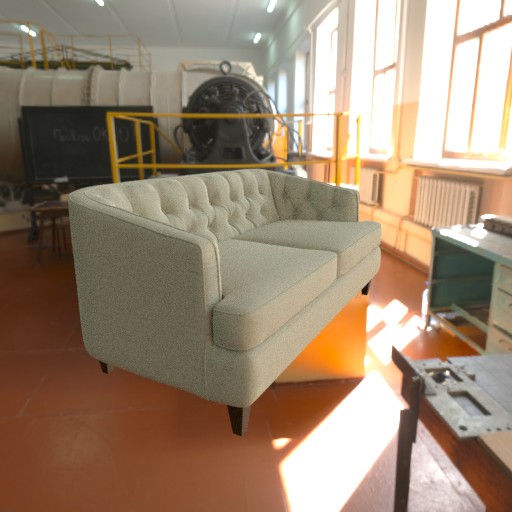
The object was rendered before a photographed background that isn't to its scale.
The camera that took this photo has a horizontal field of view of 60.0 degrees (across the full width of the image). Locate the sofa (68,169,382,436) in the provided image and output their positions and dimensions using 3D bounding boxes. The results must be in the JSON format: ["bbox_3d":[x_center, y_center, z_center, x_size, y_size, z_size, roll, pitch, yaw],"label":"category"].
[{"bbox_3d":[0.000,0.000,2.266,0.941,0.855,1.733,8,17,27],"label":"sofa"}]
